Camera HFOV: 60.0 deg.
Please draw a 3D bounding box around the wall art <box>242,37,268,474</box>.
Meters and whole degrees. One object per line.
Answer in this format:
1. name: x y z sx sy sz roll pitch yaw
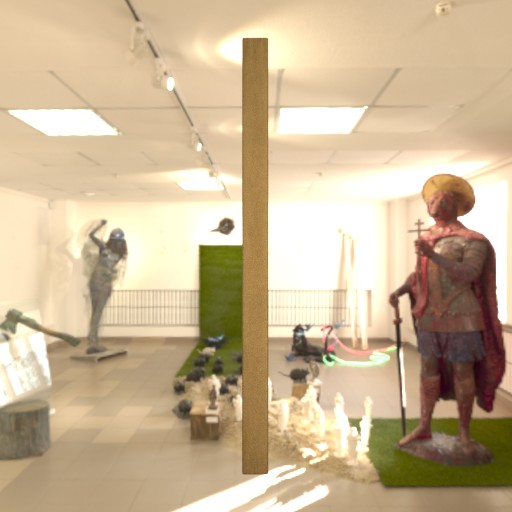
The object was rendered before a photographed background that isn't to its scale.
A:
1. wall art: 0.000 0.000 0.764 0.030 0.506 0.503 0 0 0
